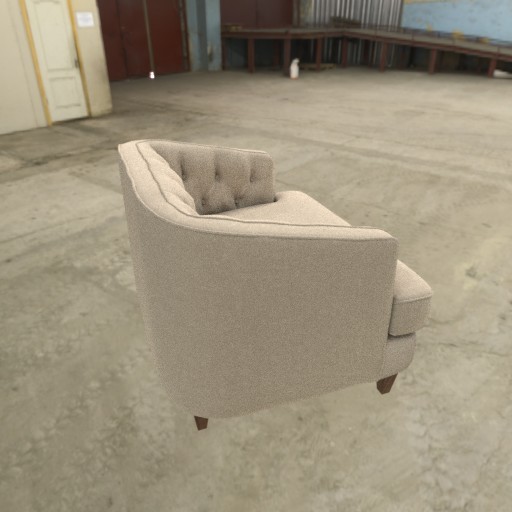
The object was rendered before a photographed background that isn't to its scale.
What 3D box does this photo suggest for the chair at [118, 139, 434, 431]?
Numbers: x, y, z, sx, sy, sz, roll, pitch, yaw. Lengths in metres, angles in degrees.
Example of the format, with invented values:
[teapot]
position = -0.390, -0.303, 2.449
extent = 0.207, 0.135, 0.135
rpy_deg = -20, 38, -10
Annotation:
[chair]
position = 0.000, 0.000, 1.801
extent = 0.941, 0.852, 1.104
rpy_deg = -10, 30, -18
